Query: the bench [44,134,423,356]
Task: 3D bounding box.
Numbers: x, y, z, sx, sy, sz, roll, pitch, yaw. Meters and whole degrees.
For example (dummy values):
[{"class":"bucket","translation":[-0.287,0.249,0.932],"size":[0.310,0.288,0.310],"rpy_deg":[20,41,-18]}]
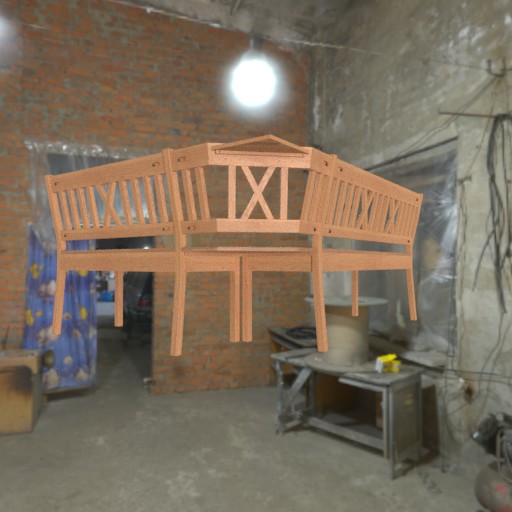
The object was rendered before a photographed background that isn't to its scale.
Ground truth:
[{"class":"bench","translation":[0.000,0.000,2.818],"size":[1.537,0.902,1.937],"rpy_deg":[-1,-1,36]}]
